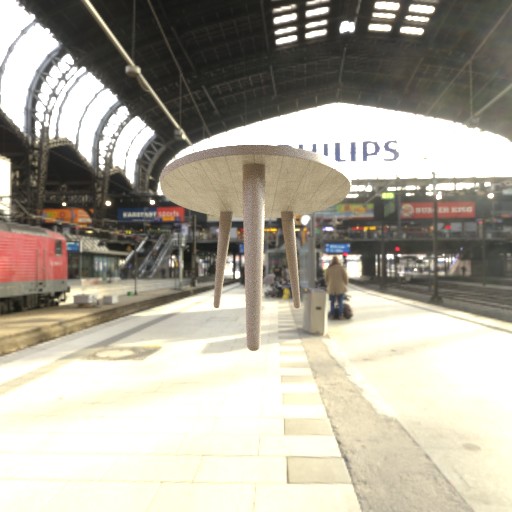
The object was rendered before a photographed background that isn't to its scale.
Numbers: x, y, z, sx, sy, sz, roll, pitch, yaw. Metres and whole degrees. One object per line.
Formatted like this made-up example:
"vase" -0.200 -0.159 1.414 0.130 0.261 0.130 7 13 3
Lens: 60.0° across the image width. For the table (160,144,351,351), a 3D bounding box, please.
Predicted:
"table" 0.000 0.000 1.363 0.542 0.390 1.083 0 -1 1
